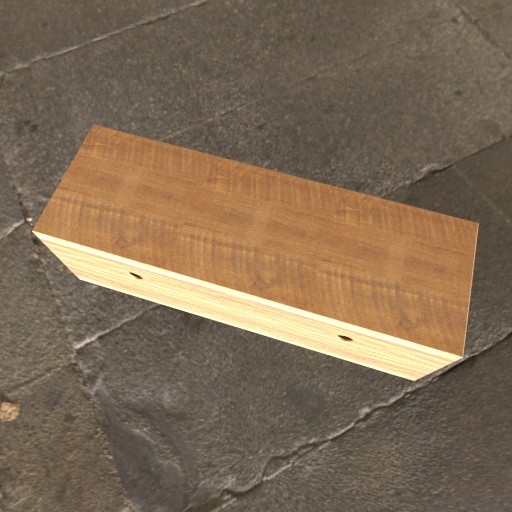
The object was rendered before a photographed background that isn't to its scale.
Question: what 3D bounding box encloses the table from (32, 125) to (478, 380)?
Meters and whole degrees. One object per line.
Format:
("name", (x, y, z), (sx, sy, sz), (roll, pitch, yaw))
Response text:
("table", (0.000, 0.000, 1.789), (1.499, 0.491, 0.499), (16, 67, 7))
